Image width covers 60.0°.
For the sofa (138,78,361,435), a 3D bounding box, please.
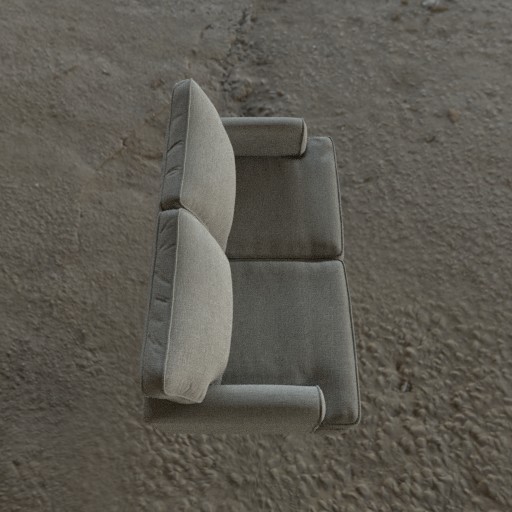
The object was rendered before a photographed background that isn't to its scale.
[{"bbox_3d":[0.000,0.000,2.258,0.965,0.965,1.651,0,64,0],"label":"sofa"}]
